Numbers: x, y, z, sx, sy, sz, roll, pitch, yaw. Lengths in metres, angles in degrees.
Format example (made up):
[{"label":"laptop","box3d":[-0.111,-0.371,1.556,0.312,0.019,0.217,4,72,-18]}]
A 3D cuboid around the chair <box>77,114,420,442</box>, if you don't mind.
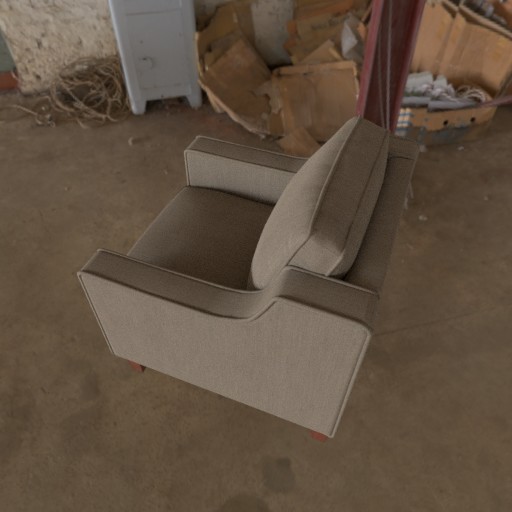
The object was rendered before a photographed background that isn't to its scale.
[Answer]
[{"label":"chair","box3d":[0.000,0.000,1.639,0.909,0.960,0.831,16,49,14]}]
